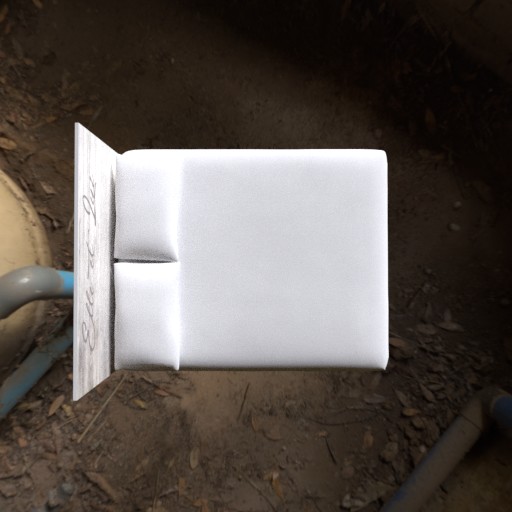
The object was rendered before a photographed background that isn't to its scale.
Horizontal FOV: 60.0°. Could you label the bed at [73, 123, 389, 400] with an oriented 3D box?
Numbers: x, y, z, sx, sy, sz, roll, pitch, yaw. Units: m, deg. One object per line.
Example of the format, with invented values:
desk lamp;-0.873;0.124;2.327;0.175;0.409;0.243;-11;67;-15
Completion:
bed;0.000;0.000;3.219;2.094;1.335;1.745;0;89;0
